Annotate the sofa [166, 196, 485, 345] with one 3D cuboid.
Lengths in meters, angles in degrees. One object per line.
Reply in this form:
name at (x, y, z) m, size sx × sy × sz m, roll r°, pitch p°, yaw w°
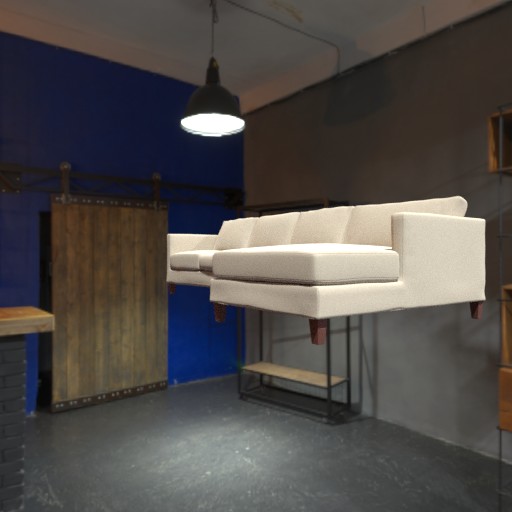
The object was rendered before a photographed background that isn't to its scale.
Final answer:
sofa at (0.000, 0.000, 3.855) m, size 1.625 × 0.861 × 3.186 m, roll 0°, pitch 0°, yaw -36°
